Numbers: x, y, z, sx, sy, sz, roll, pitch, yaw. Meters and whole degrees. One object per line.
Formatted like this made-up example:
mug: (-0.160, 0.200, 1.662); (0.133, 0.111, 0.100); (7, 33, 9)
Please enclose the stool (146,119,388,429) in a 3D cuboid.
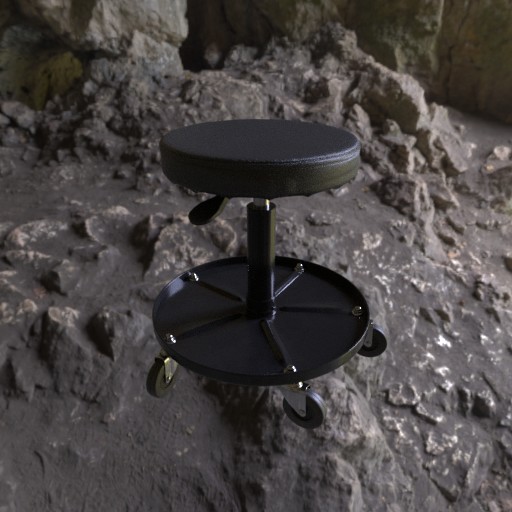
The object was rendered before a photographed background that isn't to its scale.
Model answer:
stool: (0.000, 0.000, 0.681); (0.381, 0.365, 0.382); (17, 31, 31)
